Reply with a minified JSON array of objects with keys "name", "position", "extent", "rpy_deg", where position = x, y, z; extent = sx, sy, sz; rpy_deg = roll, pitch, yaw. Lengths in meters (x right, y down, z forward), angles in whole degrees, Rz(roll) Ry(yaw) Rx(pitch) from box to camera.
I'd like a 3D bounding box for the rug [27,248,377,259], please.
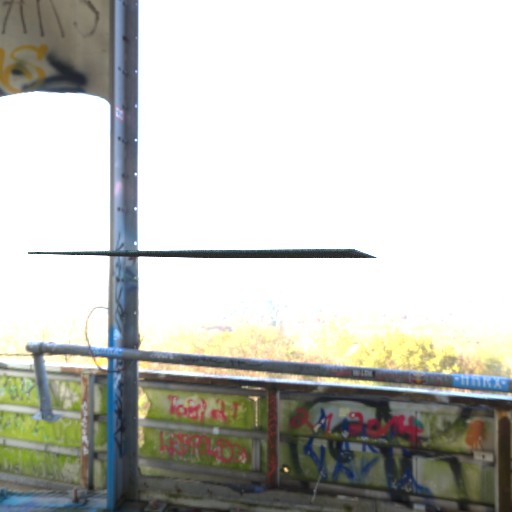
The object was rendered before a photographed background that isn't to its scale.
[{"name":"rug","position":[0.000,0.000,3.035],"extent":[1.524,0.015,2.438],"rpy_deg":[0,-1,17]}]
